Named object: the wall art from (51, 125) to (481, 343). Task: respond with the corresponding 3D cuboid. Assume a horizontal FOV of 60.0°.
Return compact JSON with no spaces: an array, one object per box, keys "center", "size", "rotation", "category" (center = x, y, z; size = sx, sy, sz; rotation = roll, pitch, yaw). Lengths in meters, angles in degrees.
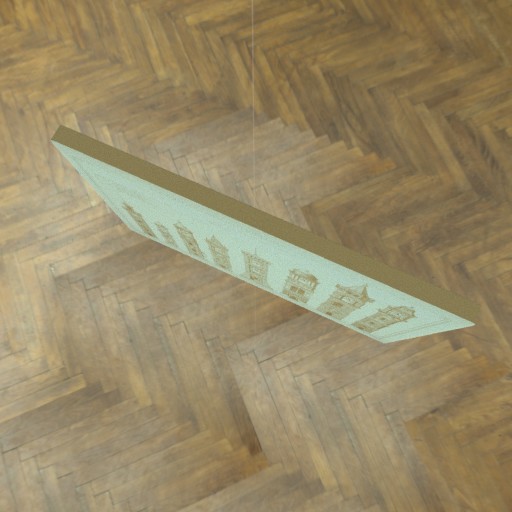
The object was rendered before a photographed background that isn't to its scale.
[{"center":[0.000,0.000,0.484],"size":[0.380,0.254,0.019],"rotation":[24,77,6],"category":"wall art"}]
